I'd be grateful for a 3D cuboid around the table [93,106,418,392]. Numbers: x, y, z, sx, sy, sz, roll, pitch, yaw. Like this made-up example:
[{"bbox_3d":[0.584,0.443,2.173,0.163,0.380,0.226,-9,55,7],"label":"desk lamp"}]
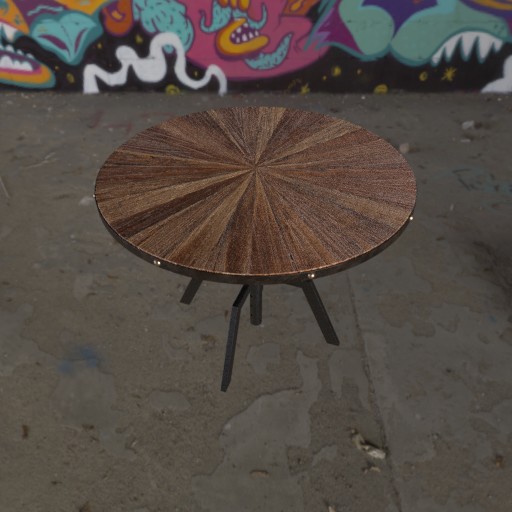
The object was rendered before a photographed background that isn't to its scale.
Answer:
[{"bbox_3d":[0.000,0.000,1.472,0.885,0.658,0.885,0,41,0],"label":"table"}]
